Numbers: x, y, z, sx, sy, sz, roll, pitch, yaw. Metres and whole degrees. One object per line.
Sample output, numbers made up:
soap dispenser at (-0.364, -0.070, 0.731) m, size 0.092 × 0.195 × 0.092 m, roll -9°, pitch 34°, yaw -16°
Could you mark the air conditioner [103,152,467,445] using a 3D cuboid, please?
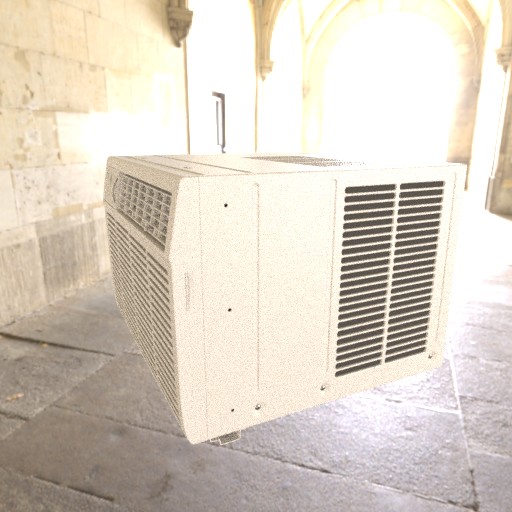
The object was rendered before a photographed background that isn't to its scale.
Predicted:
air conditioner at (0.000, 0.000, 1.065) m, size 0.599 × 0.455 × 0.645 m, roll -8°, pitch 17°, yaw -25°
